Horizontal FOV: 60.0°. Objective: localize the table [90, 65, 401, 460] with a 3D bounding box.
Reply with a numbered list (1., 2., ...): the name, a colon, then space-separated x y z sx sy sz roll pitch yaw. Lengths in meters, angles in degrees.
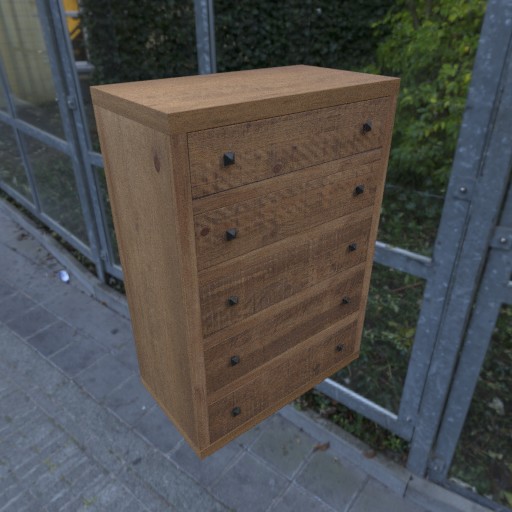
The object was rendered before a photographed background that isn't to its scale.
1. table: 0.000 0.000 1.758 0.901 1.294 0.524 -22 36 -33
